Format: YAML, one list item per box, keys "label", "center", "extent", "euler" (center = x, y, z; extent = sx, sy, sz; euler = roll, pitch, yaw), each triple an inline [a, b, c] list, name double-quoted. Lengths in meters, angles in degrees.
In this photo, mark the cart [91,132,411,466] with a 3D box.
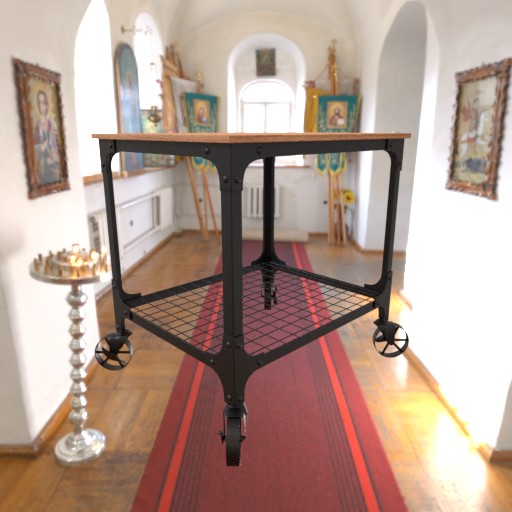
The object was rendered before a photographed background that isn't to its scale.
- label: "cart"
  center: [0.000, 0.000, 1.131]
  extent: [0.666, 0.603, 0.558]
  euler: [-15, 22, -42]
